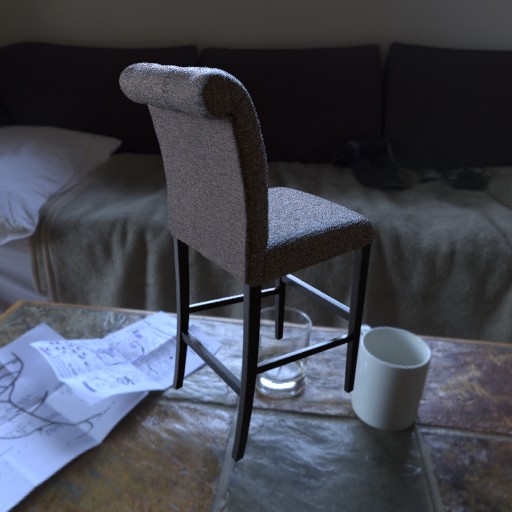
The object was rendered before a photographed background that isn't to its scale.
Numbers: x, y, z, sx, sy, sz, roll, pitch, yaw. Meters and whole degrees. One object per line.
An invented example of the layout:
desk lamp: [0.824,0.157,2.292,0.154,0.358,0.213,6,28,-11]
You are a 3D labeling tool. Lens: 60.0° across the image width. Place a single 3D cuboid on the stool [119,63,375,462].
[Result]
stool: [0.000,0.000,1.414,0.613,1.131,0.452,-18,31,-33]
